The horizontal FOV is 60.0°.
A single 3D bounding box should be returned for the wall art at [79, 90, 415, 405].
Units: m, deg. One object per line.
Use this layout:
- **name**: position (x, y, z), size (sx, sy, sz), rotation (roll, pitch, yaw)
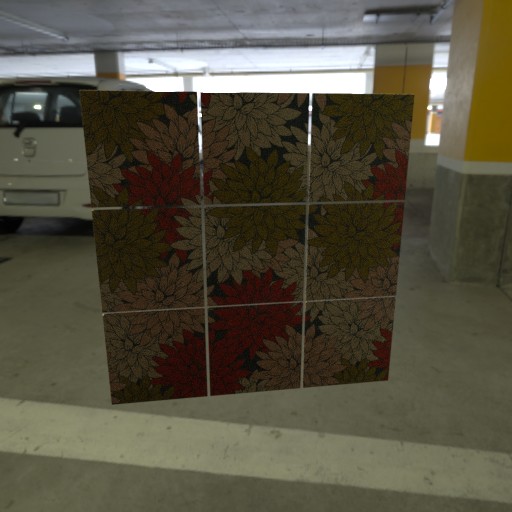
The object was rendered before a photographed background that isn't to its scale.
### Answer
- **wall art**: position (0.000, 0.000, 1.315), size (0.904, 0.913, 0.013), rotation (-2, 16, -8)
